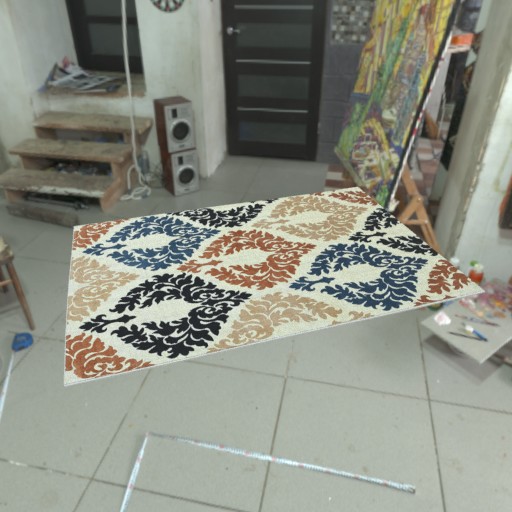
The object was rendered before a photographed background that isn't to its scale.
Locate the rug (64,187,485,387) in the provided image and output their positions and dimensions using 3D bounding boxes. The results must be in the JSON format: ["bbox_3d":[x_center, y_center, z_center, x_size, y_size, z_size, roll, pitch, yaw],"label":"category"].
[{"bbox_3d":[0.000,0.000,2.844,2.275,0.014,1.514,-10,34,-15],"label":"rug"}]
